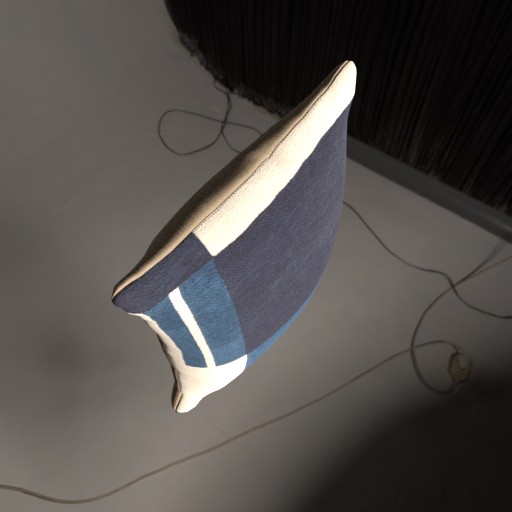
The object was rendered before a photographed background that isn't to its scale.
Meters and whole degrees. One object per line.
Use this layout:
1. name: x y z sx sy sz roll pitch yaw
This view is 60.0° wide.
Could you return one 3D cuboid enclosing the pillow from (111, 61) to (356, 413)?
1. pillow: 0.000 0.000 0.791 0.229 0.506 0.536 32 64 18
